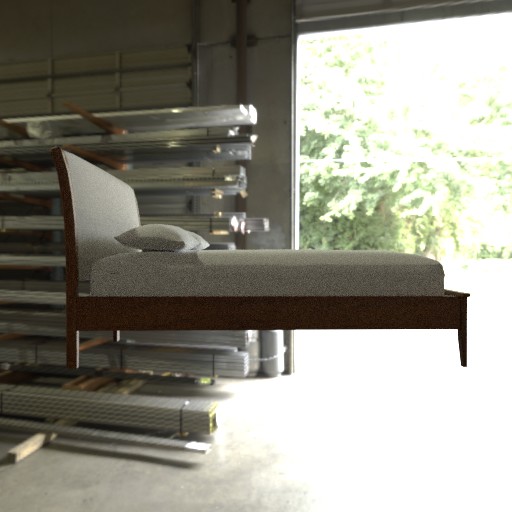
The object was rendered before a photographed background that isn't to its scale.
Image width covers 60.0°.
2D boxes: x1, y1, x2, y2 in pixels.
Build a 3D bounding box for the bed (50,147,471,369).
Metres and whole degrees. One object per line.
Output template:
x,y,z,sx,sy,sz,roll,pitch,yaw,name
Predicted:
0.000,0.000,3.270,2.380,1.250,1.612,0,1,-1,bed
